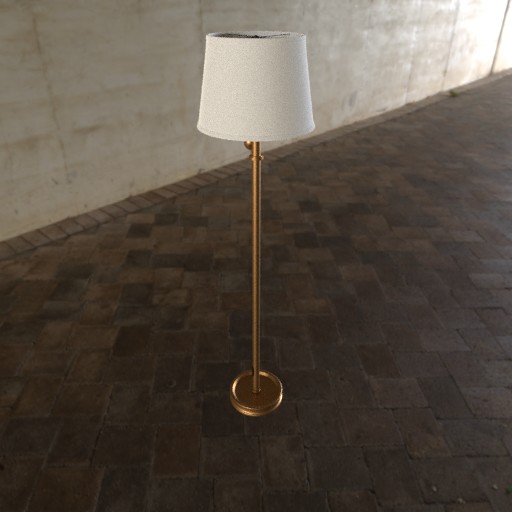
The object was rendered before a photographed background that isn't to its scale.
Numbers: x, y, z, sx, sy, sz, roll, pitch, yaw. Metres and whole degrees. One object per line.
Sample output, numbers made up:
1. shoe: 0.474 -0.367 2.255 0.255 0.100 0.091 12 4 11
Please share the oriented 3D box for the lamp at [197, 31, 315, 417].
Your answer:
1. lamp: 0.000 0.000 0.792 0.178 0.710 0.178 0 30 0
